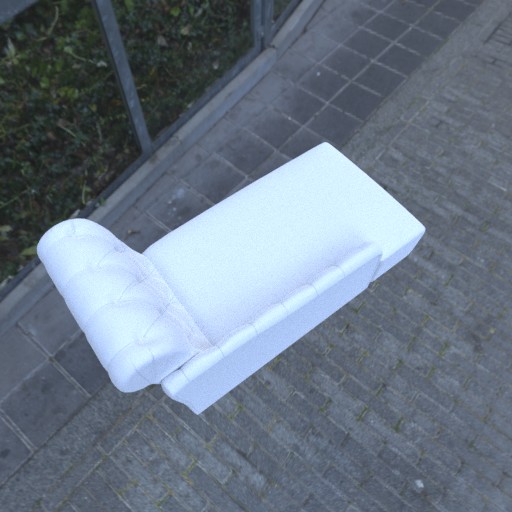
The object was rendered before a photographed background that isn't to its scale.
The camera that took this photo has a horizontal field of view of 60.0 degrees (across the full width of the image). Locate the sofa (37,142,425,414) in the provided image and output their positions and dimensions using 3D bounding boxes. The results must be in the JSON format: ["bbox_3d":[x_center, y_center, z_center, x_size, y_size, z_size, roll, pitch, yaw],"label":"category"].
[{"bbox_3d":[0.000,0.000,1.835,1.379,0.787,0.675,-33,65,-18],"label":"sofa"}]
